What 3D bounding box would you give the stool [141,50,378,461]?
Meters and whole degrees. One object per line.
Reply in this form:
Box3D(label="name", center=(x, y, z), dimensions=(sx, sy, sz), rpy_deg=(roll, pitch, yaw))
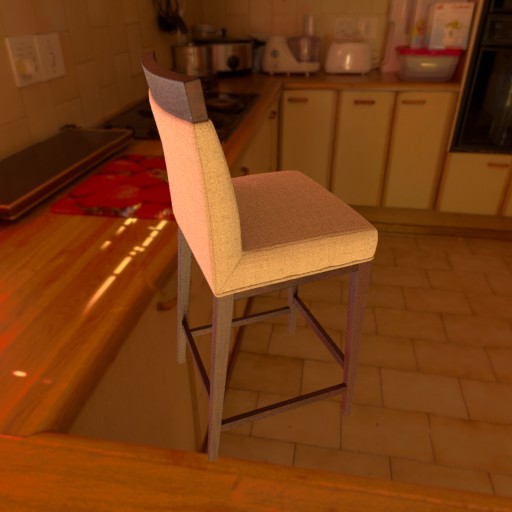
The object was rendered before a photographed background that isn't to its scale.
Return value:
Box3D(label="stool", center=(0.000, 0.000, 1.230), dimensions=(0.480, 1.011, 0.463), rpy_deg=(-11, 32, -18))
